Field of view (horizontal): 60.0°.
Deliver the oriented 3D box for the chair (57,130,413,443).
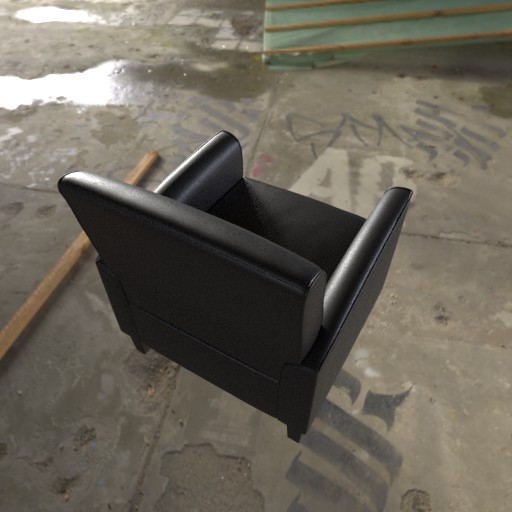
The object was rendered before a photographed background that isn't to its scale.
[{"bbox_3d":[0.000,0.000,1.577,0.820,0.916,0.819,23,50,21],"label":"chair"}]
